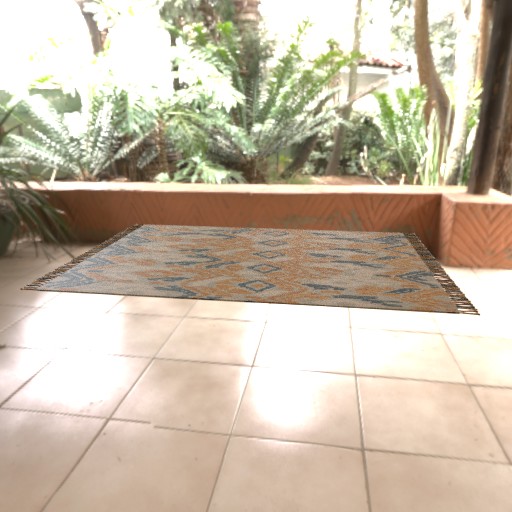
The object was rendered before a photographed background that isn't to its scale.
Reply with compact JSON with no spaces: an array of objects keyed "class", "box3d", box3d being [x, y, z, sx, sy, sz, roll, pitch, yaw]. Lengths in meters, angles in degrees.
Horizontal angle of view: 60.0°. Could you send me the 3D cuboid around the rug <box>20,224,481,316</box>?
[{"class":"rug","box3d":[0.000,0.000,2.308,1.827,0.008,1.230,2,17,8]}]
